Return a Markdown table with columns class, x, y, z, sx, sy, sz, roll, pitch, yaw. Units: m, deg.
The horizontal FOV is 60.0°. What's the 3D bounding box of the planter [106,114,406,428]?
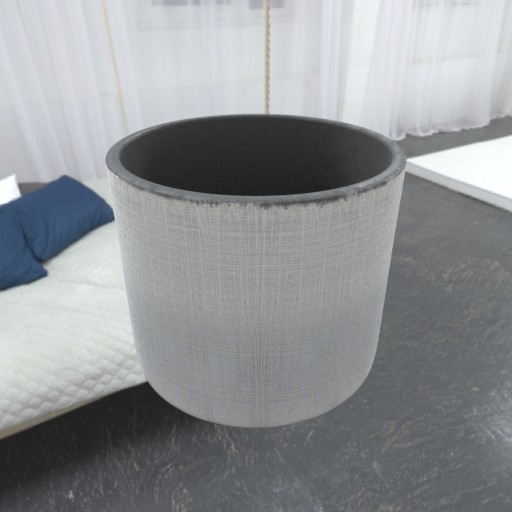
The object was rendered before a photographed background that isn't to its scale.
| class | x | y | z | sx | sy | sz | roll | pitch | yaw |
| --- | --- | --- | --- | --- | --- | --- | --- | --- | --- |
| planter | 0.000 | 0.000 | 0.435 | 0.254 | 0.221 | 0.254 | 0 | 30 | 0 |
